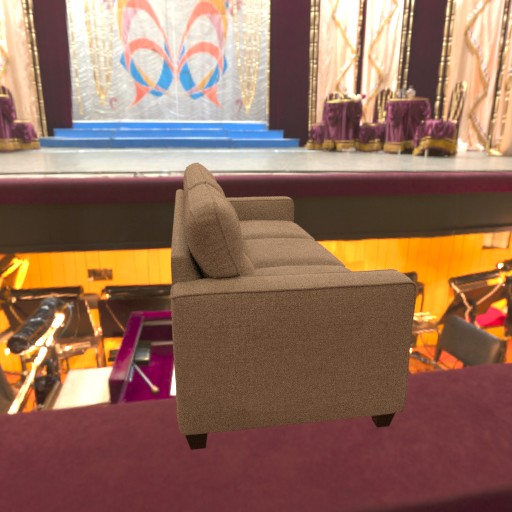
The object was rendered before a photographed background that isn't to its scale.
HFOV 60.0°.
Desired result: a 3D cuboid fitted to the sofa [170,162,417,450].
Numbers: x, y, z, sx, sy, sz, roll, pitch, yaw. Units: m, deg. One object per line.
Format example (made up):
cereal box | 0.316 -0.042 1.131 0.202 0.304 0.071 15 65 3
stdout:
sofa | 0.000 0.000 2.634 0.939 0.965 2.133 -3 17 -9
